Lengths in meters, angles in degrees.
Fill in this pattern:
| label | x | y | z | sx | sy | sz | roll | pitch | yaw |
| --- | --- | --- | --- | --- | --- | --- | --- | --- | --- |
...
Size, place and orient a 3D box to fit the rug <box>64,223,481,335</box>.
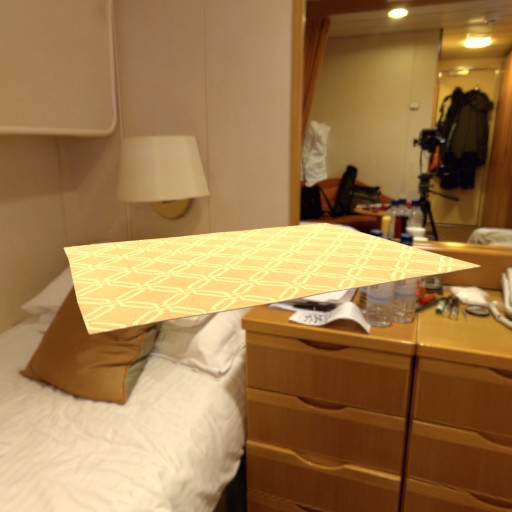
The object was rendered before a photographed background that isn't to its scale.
| label | x | y | z | sx | sy | sz | roll | pitch | yaw |
| --- | --- | --- | --- | --- | --- | --- | --- | --- | --- |
| rug | 0.000 | 0.000 | 4.337 | 3.365 | 0.020 | 2.452 | -7 | 16 | -25 |
